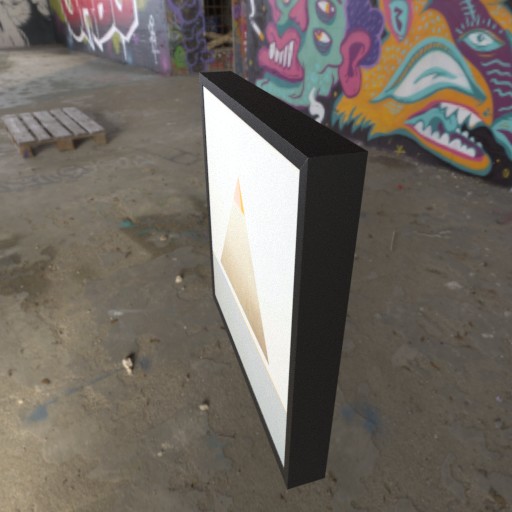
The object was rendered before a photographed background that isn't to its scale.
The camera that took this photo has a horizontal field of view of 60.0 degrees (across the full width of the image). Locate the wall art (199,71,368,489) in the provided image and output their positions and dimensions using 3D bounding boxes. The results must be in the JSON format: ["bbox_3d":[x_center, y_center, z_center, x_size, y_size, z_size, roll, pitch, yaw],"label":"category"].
[{"bbox_3d":[0.000,0.000,0.445,0.037,0.303,0.304,-9,32,-15],"label":"wall art"}]
